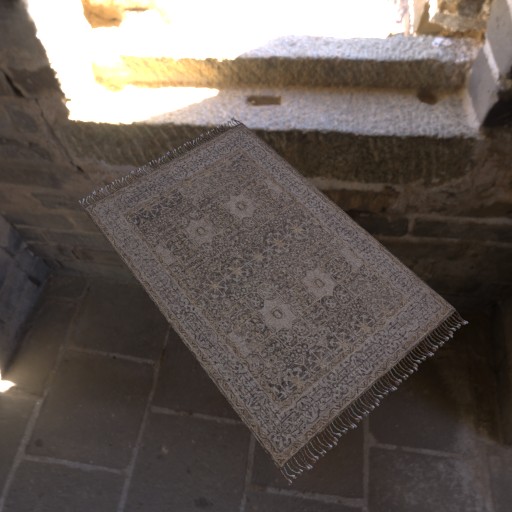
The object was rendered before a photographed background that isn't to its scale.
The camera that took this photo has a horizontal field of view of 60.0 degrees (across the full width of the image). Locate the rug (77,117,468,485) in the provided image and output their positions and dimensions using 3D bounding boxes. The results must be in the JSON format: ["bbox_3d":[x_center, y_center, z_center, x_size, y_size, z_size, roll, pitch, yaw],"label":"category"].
[{"bbox_3d":[0.000,0.000,2.534,1.237,0.010,2.029,-34,64,-19],"label":"rug"}]
